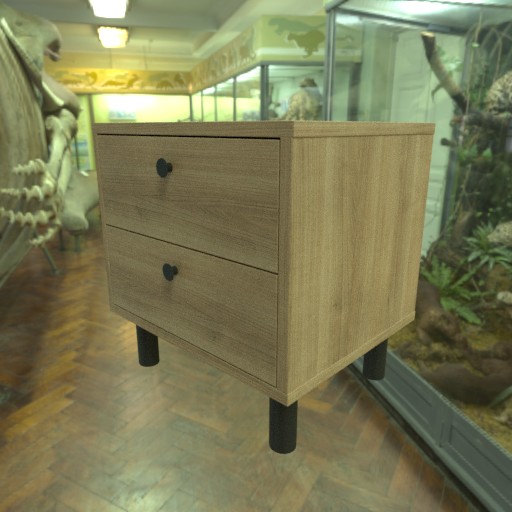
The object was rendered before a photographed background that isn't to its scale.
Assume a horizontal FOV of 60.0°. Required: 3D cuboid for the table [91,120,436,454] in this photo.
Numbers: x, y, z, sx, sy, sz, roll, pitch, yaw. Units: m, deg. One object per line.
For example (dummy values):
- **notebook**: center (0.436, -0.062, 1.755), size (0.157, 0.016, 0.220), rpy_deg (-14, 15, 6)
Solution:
- **table**: center (0.000, 0.000, 0.799), size (0.445, 0.460, 0.380), rpy_deg (15, 22, 41)
